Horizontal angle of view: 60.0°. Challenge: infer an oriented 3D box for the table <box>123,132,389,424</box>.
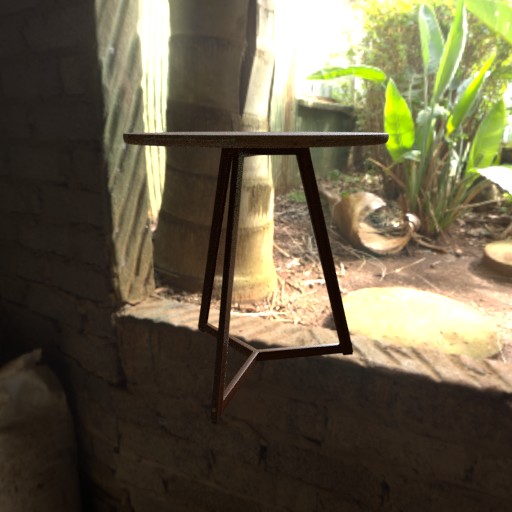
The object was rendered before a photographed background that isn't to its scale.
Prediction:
[{"bbox_3d":[0.000,0.000,0.935,0.500,0.500,0.500,0,16,0],"label":"table"}]
